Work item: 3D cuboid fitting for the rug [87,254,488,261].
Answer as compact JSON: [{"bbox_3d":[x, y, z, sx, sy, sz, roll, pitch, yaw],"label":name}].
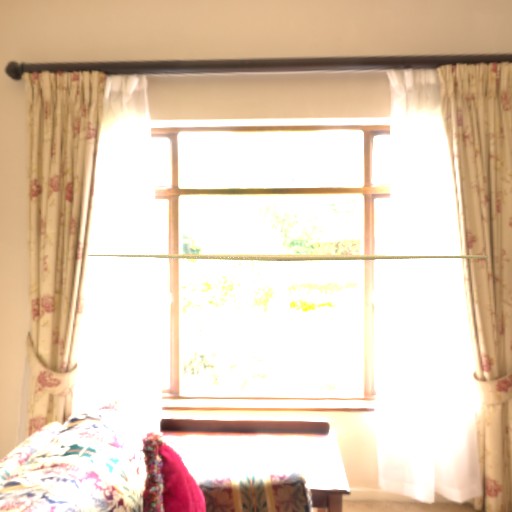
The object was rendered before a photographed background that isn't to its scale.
[{"bbox_3d":[0.000,0.000,3.505,1.819,0.018,2.746,0,1,-37],"label":"rug"}]
